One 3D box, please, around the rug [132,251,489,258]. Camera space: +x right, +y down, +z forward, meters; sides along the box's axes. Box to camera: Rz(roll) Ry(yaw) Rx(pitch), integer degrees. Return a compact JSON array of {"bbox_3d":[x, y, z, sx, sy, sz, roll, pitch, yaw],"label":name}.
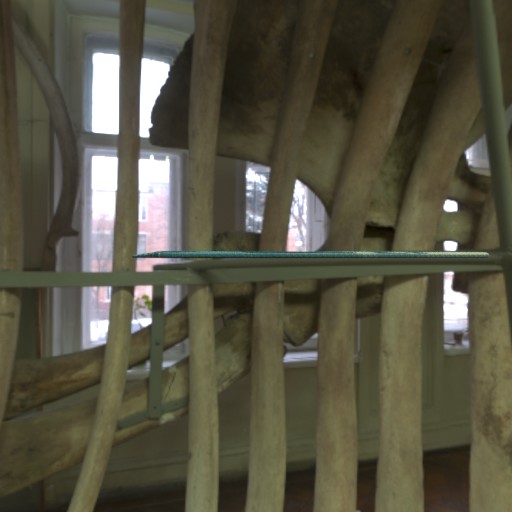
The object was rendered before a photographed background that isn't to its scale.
[{"bbox_3d":[0.000,0.000,2.983,1.540,0.027,2.450,0,0,-18],"label":"rug"}]
